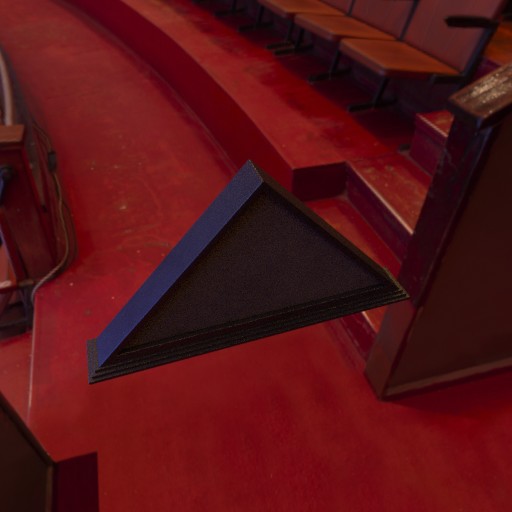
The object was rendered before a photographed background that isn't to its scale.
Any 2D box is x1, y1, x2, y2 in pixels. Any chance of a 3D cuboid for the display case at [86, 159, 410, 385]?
[{"bbox_3d":[0.000,0.000,0.763,0.640,0.340,0.095,-12,43,-14],"label":"display case"}]
